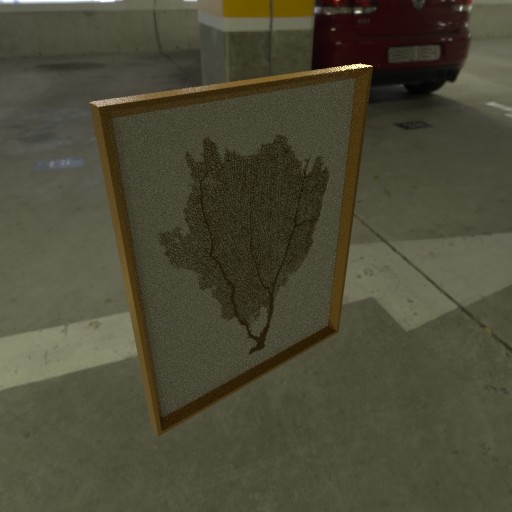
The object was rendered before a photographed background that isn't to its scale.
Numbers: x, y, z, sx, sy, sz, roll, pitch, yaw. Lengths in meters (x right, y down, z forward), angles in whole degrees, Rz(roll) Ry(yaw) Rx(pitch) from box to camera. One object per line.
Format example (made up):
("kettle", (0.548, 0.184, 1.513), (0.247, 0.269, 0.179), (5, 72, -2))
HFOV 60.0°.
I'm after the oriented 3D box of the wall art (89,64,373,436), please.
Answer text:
("wall art", (0.000, 0.000, 1.020), (0.610, 0.762, 0.038), (-22, 38, -31))
